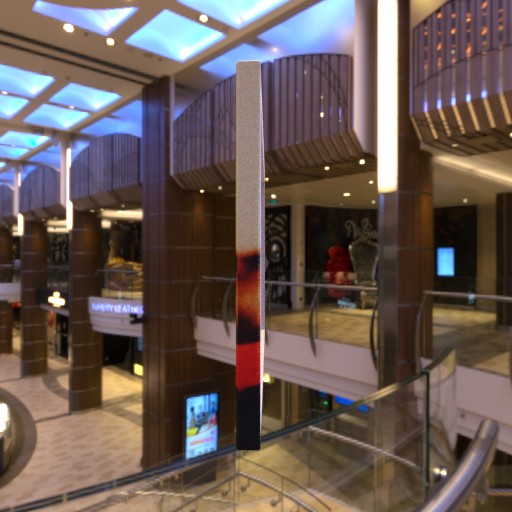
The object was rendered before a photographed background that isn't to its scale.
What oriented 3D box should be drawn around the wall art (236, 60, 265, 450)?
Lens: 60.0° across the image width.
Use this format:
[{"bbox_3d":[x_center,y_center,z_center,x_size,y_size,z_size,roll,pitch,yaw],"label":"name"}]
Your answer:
[{"bbox_3d":[0.000,0.000,1.141,0.038,0.602,0.918,0,0,2],"label":"wall art"}]
